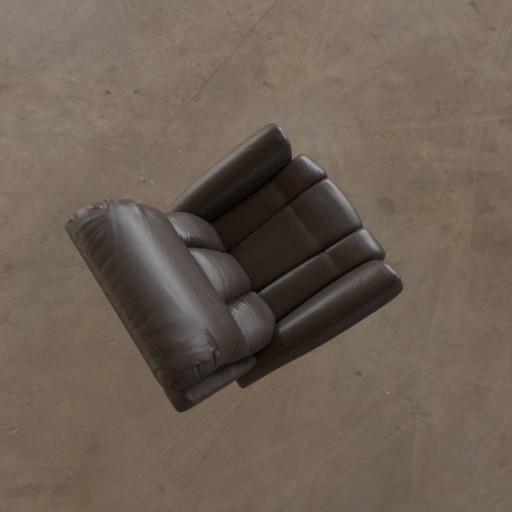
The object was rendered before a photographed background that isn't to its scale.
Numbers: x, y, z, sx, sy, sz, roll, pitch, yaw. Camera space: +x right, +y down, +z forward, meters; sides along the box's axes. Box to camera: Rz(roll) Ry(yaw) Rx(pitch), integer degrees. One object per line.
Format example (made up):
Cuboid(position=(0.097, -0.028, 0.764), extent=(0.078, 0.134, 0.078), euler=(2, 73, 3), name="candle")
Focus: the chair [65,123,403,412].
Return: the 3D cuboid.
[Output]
Cuboid(position=(0.000, 0.000, 1.718), extent=(0.978, 1.028, 0.869), euler=(-34, 77, -9), name="chair")
